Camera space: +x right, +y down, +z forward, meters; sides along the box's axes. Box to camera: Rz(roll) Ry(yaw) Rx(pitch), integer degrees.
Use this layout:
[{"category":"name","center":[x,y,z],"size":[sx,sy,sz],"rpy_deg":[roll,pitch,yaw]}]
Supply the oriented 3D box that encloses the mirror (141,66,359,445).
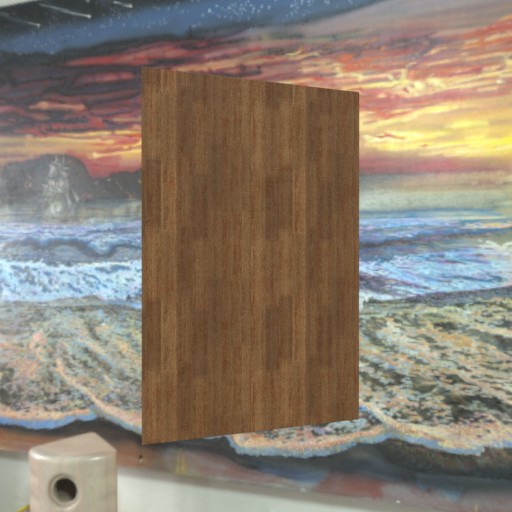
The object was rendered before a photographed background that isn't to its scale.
[{"category":"mirror","center":[0.000,0.000,1.298],"size":[0.651,1.010,0.047],"rpy_deg":[0,0,-17]}]
